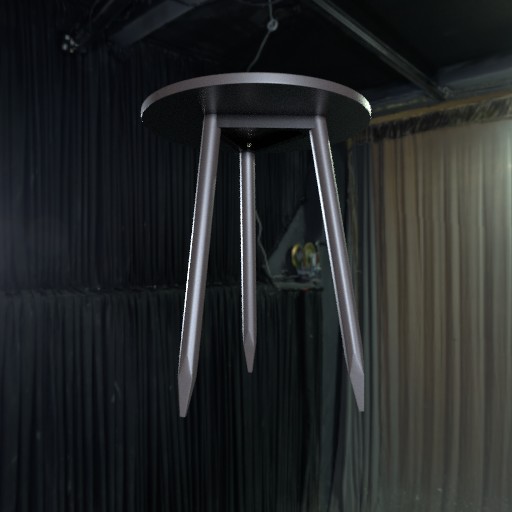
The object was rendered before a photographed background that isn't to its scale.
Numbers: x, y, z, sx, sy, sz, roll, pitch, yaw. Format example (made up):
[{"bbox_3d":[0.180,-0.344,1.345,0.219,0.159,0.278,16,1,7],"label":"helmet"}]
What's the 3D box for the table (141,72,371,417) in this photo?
[{"bbox_3d":[0.000,0.000,0.911,0.457,0.585,0.457,0,0,0],"label":"table"}]
